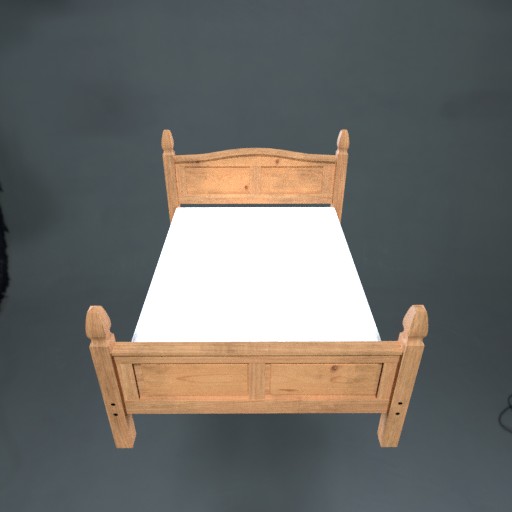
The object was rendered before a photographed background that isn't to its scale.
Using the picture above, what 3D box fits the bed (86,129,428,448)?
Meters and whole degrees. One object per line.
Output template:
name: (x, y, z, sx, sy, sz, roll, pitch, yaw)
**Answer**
bed: (0.000, 0.000, 2.929, 1.490, 1.100, 2.069, 0, 32, 0)
